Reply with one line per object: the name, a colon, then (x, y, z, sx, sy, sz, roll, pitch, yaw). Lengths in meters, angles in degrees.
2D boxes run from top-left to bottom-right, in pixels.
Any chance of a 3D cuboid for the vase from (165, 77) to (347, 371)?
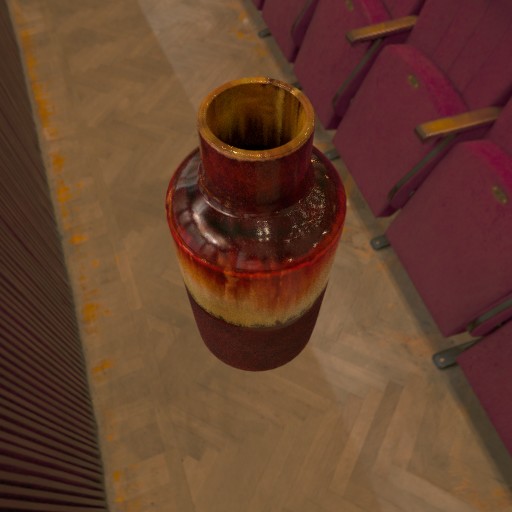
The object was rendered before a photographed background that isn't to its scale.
vase: (0.000, 0.000, 0.325, 0.111, 0.261, 0.111, 0, 58, 0)
